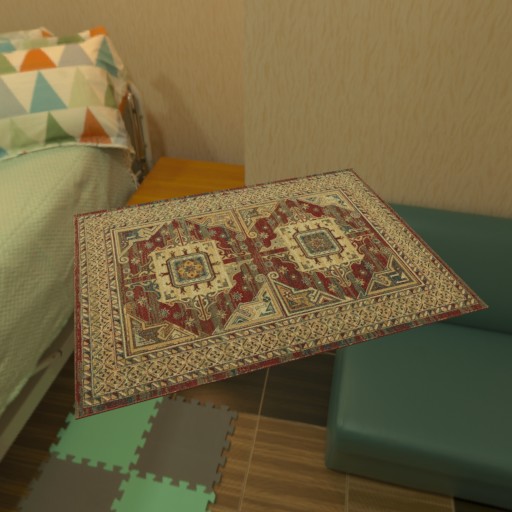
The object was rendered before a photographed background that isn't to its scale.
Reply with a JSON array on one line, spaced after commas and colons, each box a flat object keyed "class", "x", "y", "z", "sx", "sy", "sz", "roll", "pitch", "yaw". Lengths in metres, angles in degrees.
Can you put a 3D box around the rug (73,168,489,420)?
[{"class": "rug", "x": 0.000, "y": 0.000, "z": 4.078, "sx": 3.197, "sy": 0.013, "sz": 2.381, "roll": -12, "pitch": 42, "yaw": -13}]
